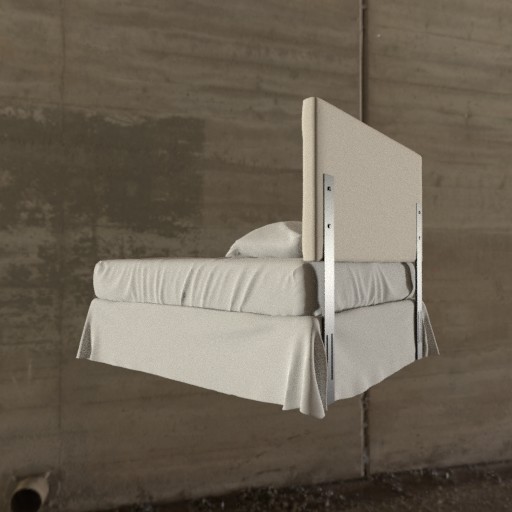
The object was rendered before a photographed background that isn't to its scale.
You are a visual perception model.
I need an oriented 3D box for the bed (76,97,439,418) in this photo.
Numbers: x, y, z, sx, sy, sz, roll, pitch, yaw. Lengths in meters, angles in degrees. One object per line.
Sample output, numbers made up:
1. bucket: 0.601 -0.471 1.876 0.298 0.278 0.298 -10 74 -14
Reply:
1. bed: 0.000 0.000 3.470 2.222 1.577 1.936 -1 -1 39
